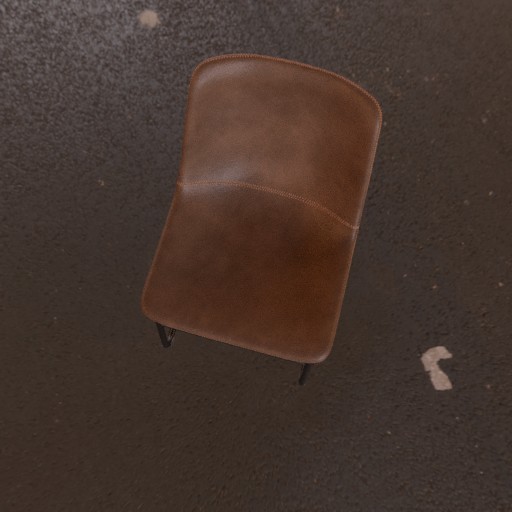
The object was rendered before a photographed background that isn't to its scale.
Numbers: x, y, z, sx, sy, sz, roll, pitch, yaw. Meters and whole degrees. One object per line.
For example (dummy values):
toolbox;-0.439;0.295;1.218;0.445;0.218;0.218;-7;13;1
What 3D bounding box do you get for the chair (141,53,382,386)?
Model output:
chair;0.000;0.000;1.102;0.460;0.780;0.551;15;76;4
